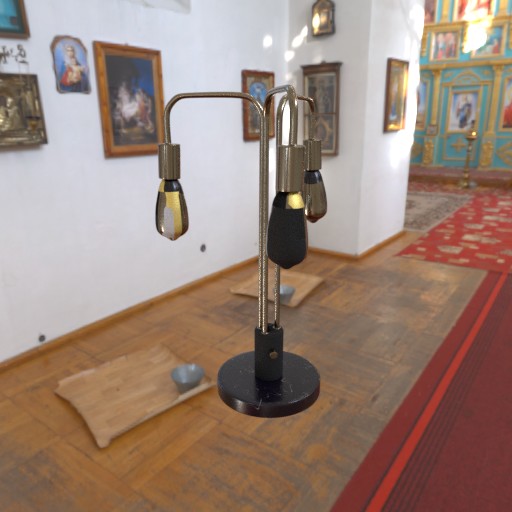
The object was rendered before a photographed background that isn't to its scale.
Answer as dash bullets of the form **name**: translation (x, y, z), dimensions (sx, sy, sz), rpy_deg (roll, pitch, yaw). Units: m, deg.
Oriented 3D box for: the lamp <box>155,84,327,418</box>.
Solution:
- **lamp**: translation (0.000, 0.000, 0.798), dimensions (0.355, 0.560, 0.368), rpy_deg (-2, 16, -8)
